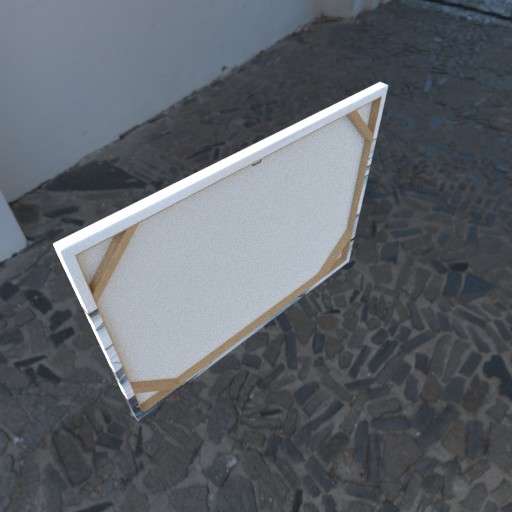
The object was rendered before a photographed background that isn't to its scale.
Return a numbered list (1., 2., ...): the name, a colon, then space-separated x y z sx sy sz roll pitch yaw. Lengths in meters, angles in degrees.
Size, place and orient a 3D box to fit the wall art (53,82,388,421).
1. wall art: 0.000 0.000 1.616 1.219 0.915 0.039 -33 55 -27
